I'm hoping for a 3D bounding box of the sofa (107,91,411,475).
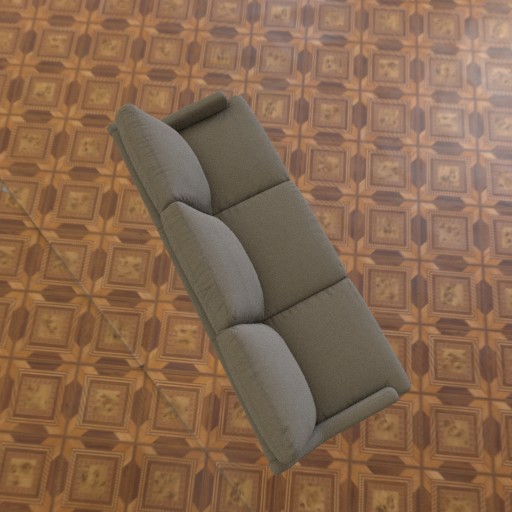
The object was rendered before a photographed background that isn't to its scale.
[{"bbox_3d":[0.000,0.000,2.855,0.987,0.926,2.344,-26,76,-7],"label":"sofa"}]
